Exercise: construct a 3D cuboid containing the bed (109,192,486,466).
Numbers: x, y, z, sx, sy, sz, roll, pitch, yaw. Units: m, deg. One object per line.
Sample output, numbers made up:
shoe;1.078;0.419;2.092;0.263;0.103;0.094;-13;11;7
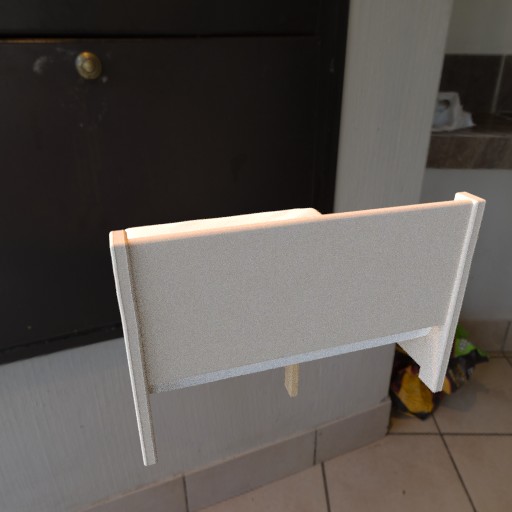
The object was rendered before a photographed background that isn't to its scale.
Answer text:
bed;0.000;0.000;3.625;2.145;1.471;2.293;-8;27;-16
